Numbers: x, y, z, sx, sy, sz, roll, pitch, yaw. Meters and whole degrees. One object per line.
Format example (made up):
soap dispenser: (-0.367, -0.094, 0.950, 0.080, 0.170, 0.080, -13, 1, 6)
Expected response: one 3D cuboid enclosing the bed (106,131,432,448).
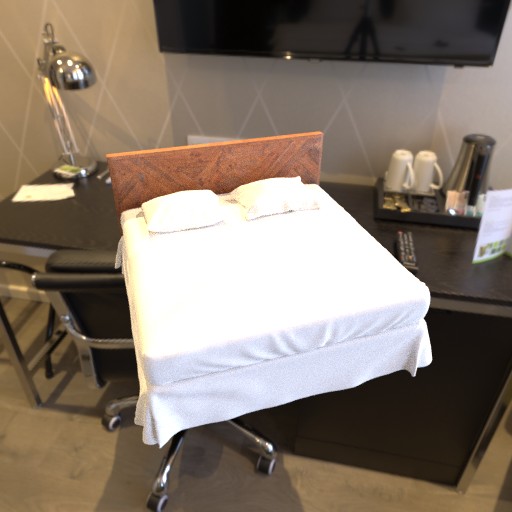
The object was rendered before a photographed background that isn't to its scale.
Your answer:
bed: (0.000, 0.000, 3.535, 2.255, 1.158, 2.165, -10, 35, -15)
